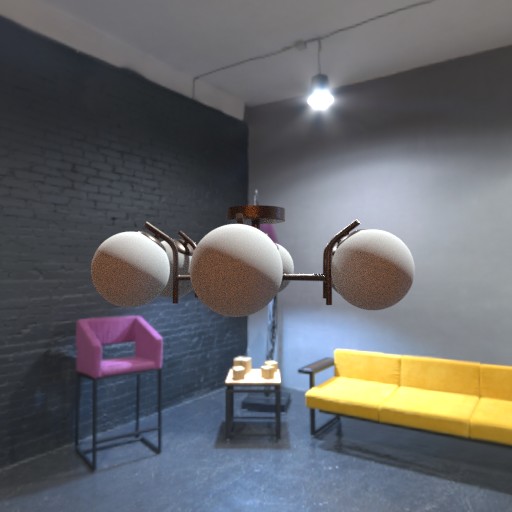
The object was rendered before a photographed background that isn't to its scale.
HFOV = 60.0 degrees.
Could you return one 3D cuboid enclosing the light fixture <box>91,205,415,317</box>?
[{"bbox_3d":[0.000,0.000,0.949,0.662,0.201,0.662,0,-1,0],"label":"light fixture"}]
